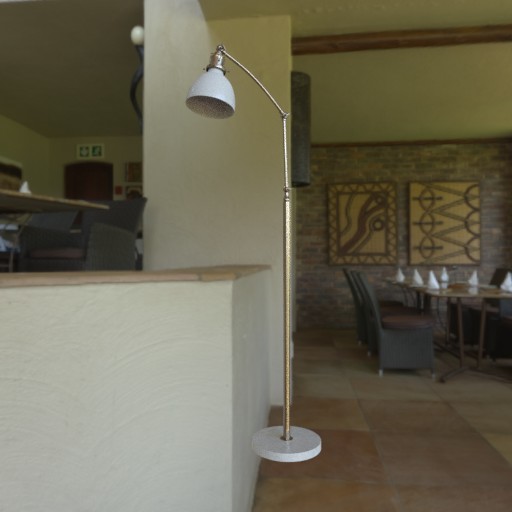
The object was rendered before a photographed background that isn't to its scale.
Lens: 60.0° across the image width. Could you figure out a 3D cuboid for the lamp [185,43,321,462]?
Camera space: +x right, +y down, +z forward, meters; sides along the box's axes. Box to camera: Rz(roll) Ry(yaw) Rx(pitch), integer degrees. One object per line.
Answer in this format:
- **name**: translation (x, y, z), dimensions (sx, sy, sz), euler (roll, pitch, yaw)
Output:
- **lamp**: translation (0.000, 0.000, 1.763), dimensions (0.599, 1.586, 0.288), euler (0, 0, -36)
